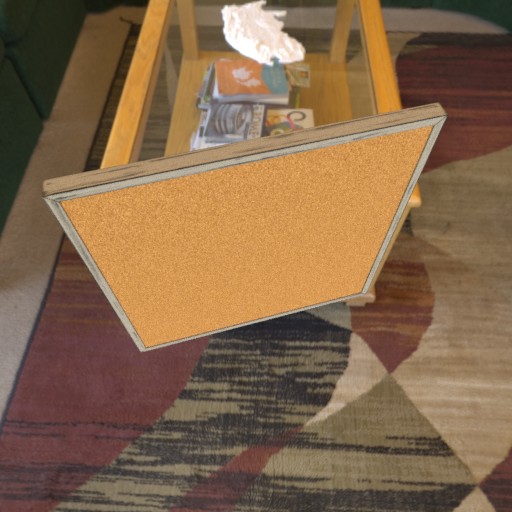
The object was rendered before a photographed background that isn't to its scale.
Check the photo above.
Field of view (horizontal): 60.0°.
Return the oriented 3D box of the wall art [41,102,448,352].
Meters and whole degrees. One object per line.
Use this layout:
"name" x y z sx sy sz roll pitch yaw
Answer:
"wall art" 0.000 0.000 1.134 0.761 0.761 0.037 -13 59 -8
